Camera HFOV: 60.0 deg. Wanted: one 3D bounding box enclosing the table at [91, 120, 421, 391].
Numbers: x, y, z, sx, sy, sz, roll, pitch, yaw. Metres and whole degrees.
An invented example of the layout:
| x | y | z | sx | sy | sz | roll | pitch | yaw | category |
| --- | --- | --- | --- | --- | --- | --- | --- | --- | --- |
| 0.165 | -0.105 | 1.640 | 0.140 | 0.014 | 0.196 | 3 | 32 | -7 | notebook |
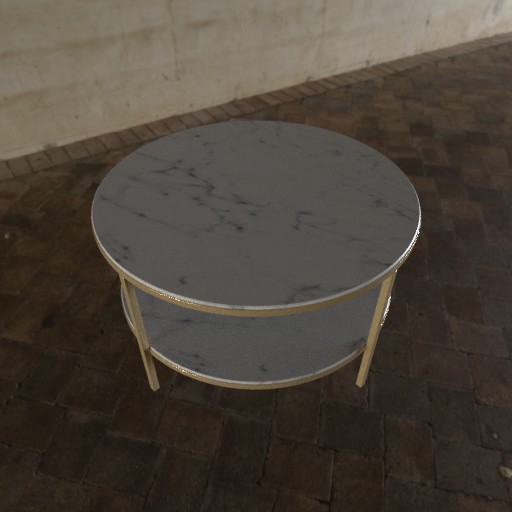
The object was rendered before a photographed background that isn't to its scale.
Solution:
| x | y | z | sx | sy | sz | roll | pitch | yaw | category |
| --- | --- | --- | --- | --- | --- | --- | --- | --- | --- |
| 0.000 | 0.000 | 1.259 | 0.800 | 0.450 | 0.800 | 0 | 41 | 0 | table |
